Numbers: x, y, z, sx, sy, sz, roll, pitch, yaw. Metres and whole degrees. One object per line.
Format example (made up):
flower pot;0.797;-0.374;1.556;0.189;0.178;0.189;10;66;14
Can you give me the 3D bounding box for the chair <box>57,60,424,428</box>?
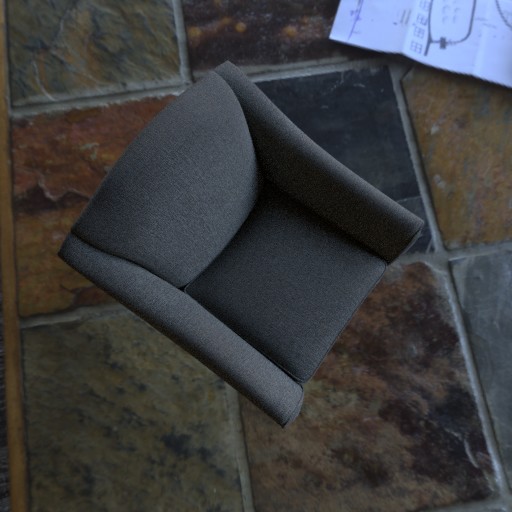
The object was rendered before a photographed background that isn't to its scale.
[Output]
chair;0.000;0.000;1.480;0.787;0.839;0.763;36;78;8
